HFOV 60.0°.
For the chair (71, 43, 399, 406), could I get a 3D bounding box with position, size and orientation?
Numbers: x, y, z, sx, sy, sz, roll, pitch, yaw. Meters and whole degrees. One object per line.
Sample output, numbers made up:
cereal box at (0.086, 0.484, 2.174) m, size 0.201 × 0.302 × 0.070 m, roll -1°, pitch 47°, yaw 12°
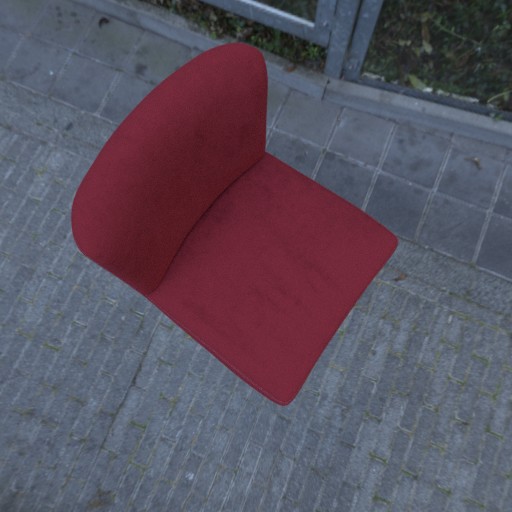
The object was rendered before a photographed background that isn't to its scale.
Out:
chair at (0.000, 0.000, 1.131) m, size 0.560 × 0.824 × 0.530 m, roll 35°, pitch 78°, yaw 9°
